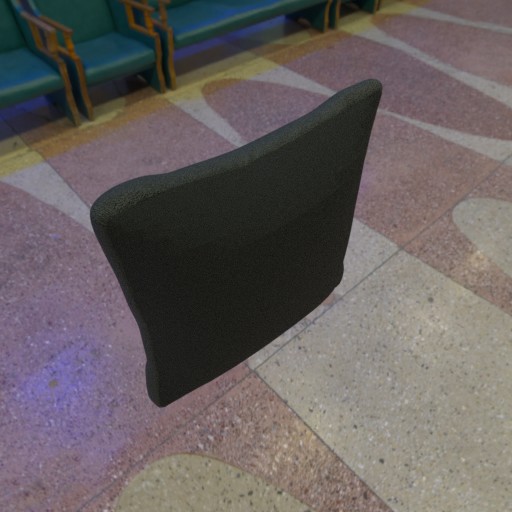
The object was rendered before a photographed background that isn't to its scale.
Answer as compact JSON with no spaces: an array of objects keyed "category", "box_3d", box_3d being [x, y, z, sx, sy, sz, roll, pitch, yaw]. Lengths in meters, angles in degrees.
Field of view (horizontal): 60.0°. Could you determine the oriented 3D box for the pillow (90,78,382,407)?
[{"category":"pillow","box_3d":[0.000,0.000,0.810,0.533,0.523,0.210,-31,54,-26]}]
